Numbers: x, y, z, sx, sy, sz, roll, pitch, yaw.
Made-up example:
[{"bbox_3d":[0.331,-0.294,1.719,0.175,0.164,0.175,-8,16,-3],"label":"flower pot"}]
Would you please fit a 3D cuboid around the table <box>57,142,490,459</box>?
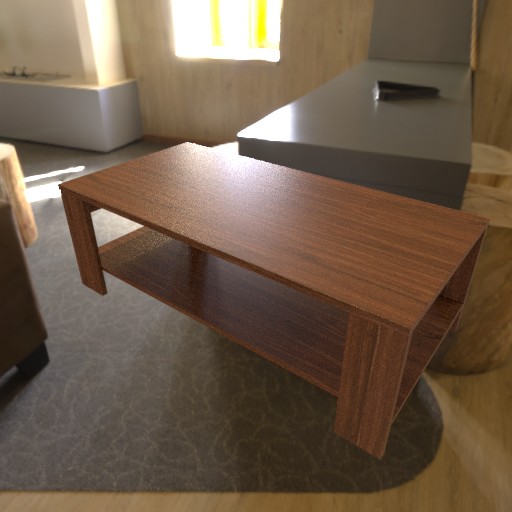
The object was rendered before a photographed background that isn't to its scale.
[{"bbox_3d":[0.000,0.000,1.459,1.200,0.400,0.600,22,37,32],"label":"table"}]
